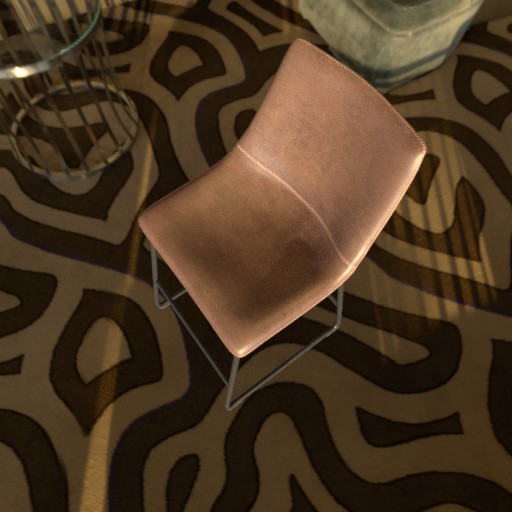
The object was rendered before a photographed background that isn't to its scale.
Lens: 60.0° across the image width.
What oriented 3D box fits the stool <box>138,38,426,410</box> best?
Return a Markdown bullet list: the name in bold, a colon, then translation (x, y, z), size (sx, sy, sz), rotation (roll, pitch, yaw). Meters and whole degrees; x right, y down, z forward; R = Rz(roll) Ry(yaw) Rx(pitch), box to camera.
- **stool**: translation (0.000, 0.000, 1.191), size (0.550, 0.890, 0.460), rotation (-33, 68, -16)
